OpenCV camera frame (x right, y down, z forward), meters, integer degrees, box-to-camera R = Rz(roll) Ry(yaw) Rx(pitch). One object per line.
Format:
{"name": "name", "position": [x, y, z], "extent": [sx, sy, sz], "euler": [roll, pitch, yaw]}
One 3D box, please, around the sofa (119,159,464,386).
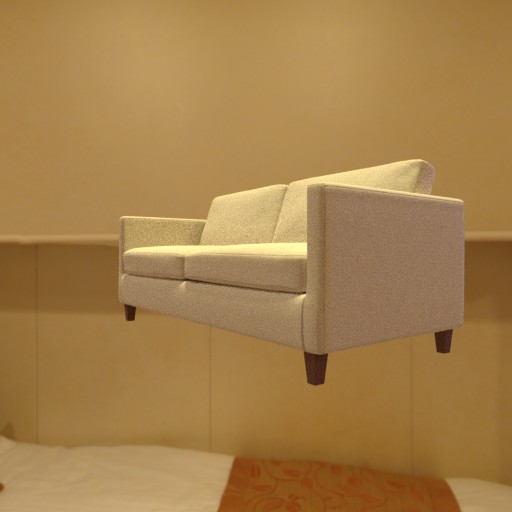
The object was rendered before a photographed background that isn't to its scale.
{"name": "sofa", "position": [0.000, 0.000, 2.539], "extent": [0.965, 0.889, 1.981], "euler": [0, 1, -37]}
